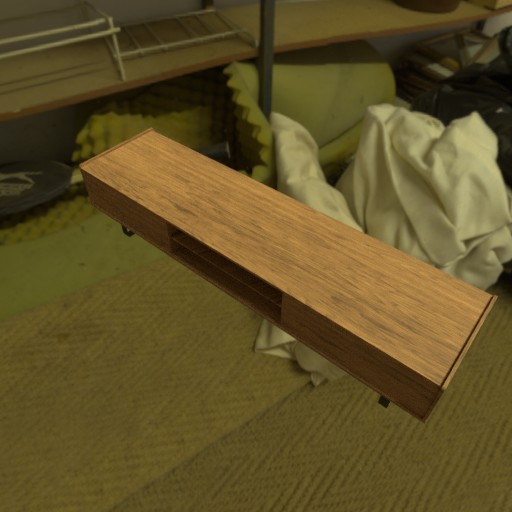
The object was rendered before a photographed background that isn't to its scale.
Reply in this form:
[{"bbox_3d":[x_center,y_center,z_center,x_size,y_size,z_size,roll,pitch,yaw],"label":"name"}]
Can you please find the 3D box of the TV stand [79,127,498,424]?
[{"bbox_3d":[0.000,0.000,1.954,1.796,0.415,0.467,30,53,26],"label":"TV stand"}]
